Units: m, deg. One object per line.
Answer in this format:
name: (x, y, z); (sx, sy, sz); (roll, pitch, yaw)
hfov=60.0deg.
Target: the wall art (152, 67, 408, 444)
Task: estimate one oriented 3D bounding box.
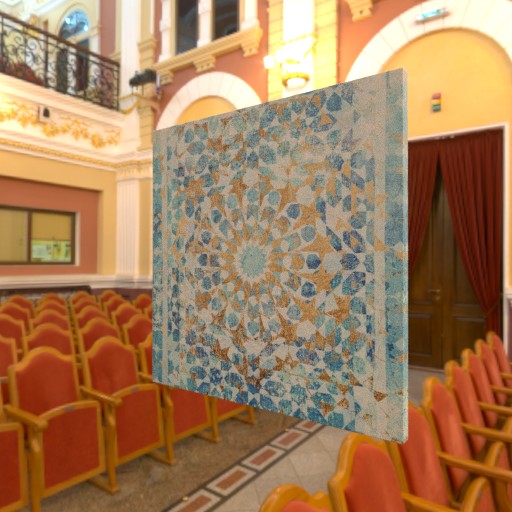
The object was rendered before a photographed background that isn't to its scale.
wall art: (0.000, 0.000, 1.362); (0.916, 0.916, 0.040); (0, 0, 37)
